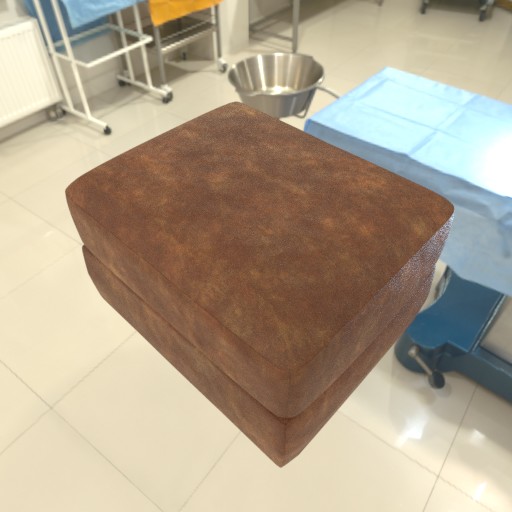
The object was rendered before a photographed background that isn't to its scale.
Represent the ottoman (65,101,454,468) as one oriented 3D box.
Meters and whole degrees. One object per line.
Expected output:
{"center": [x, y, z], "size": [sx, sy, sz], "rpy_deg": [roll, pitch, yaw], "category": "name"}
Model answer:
{"center": [0.000, 0.000, 1.138], "size": [0.751, 0.476, 0.603], "rpy_deg": [34, 55, 28], "category": "ottoman"}
